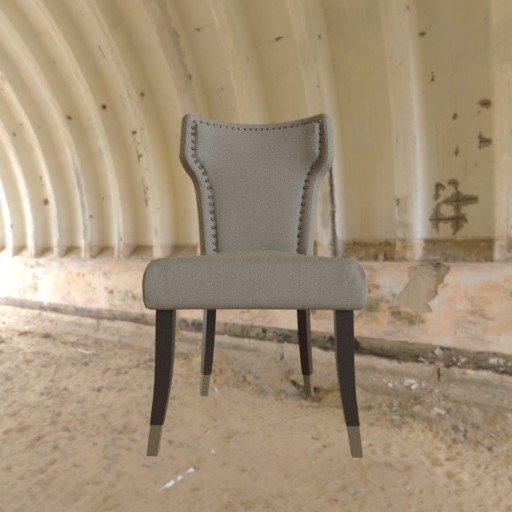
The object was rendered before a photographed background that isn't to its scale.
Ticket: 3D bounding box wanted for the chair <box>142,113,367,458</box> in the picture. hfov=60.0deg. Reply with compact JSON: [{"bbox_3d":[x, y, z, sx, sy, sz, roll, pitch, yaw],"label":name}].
[{"bbox_3d":[0.000,0.000,1.313,0.526,0.955,0.630,0,1,1],"label":"chair"}]
